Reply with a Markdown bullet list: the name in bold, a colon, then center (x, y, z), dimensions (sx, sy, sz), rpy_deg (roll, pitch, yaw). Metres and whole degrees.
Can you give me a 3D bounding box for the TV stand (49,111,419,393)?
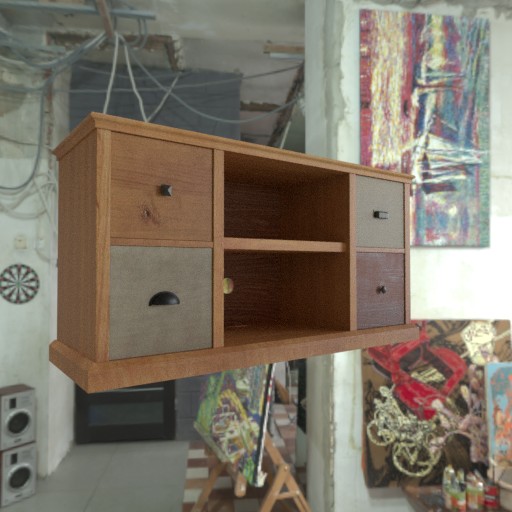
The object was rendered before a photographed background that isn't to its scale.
- **TV stand**: center (0.000, 0.000, 1.463), dimensions (1.181, 0.607, 0.417), rpy_deg (1, -2, -36)
